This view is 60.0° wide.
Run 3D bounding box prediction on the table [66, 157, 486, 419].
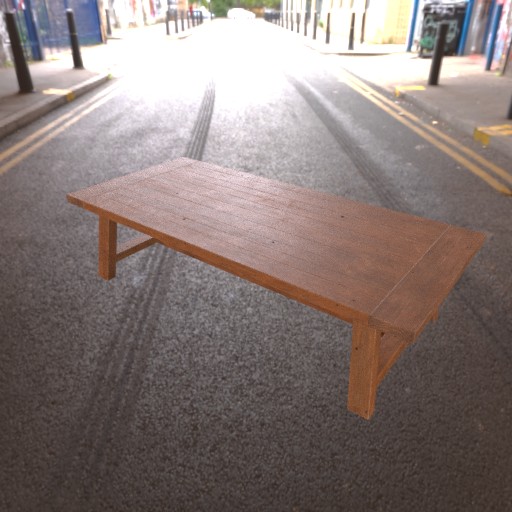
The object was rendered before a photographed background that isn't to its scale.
[{"bbox_3d":[0.000,0.000,2.165,1.800,0.465,0.820,21,35,32],"label":"table"}]
